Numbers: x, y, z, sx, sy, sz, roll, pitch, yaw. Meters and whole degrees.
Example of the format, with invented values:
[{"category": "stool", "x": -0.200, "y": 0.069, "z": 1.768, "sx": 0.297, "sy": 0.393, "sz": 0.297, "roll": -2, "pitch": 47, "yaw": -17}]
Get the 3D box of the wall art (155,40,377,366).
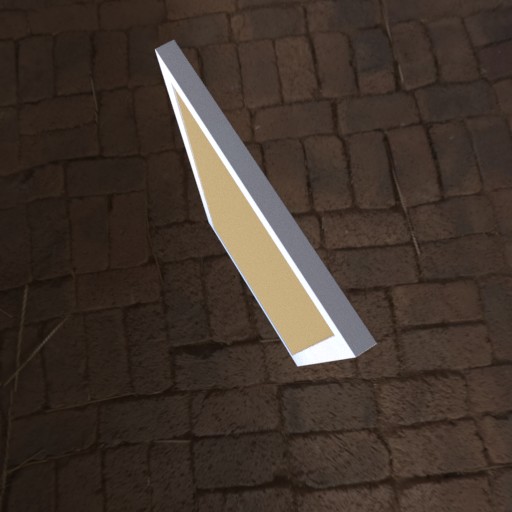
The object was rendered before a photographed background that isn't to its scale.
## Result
[{"category": "wall art", "x": 0.000, "y": 0.000, "z": 1.148, "sx": 0.039, "sy": 0.915, "sz": 0.612, "roll": -31, "pitch": 77, "yaw": -8}]
